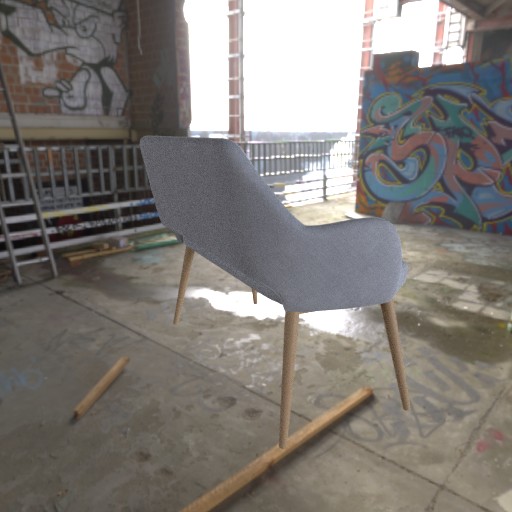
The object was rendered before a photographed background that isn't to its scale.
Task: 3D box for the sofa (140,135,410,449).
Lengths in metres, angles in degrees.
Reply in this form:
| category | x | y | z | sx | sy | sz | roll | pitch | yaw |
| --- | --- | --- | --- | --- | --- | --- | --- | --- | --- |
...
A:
| category | x | y | z | sx | sy | sz | roll | pitch | yaw |
| --- | --- | --- | --- | --- | --- | --- | --- | --- | --- |
| sofa | 0.000 | 0.000 | 1.609 | 0.610 | 0.840 | 1.150 | -8 | 18 | -27 |
